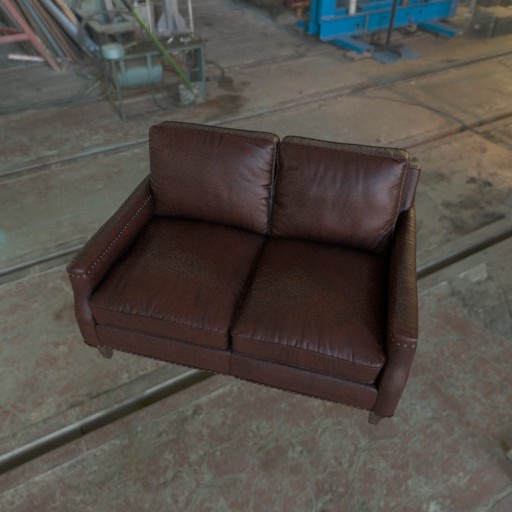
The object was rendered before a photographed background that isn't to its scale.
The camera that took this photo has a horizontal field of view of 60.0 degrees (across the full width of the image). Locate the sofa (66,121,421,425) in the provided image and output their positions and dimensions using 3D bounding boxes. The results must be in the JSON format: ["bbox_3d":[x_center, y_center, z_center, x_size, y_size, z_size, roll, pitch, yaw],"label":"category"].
[{"bbox_3d":[0.000,0.000,2.316,1.628,1.003,1.083,10,43,11],"label":"sofa"}]
